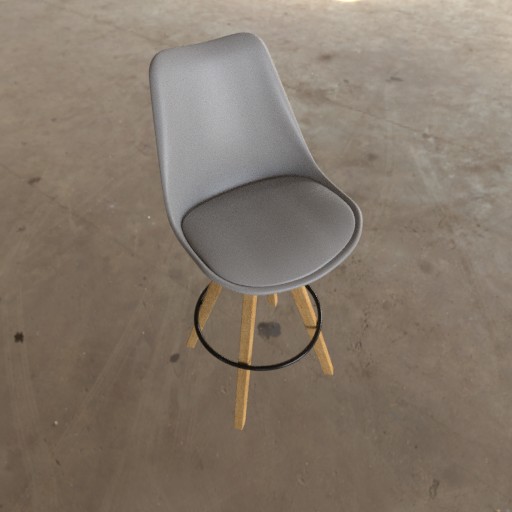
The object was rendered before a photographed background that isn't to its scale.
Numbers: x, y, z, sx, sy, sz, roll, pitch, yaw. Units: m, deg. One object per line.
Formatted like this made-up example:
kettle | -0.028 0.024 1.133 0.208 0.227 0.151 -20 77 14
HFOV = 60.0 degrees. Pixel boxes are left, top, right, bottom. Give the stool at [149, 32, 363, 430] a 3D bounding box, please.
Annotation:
stool | 0.000 0.000 1.368 0.485 1.115 0.550 -24 50 -22
